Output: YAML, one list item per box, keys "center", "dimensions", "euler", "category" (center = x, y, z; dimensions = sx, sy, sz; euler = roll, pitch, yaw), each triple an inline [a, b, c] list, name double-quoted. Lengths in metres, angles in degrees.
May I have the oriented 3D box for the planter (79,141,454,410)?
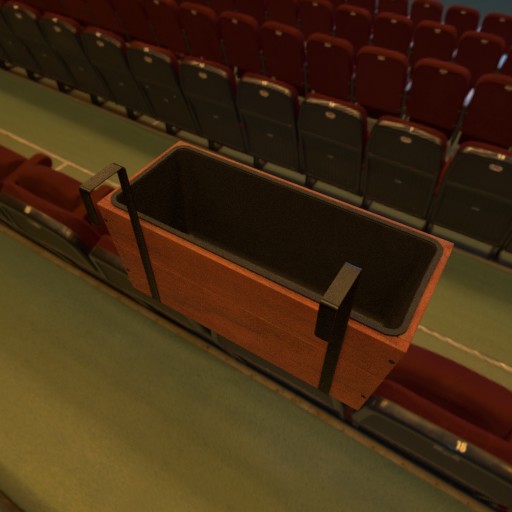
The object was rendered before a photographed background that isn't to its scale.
- center: [0.000, 0.000, 0.650]
  dimensions: [0.480, 0.289, 0.262]
  euler: [25, 52, 21]
  category: "planter"
